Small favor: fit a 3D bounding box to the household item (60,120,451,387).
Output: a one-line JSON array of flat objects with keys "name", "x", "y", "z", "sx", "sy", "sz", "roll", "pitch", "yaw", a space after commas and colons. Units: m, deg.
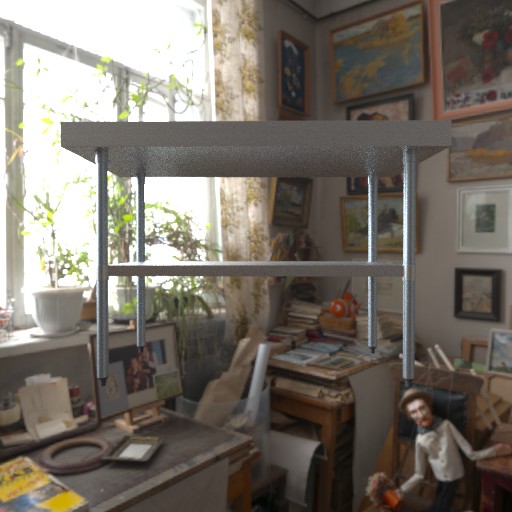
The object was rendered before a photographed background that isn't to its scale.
[{"name": "household item", "x": 0.000, "y": 0.000, "z": 1.692, "sx": 1.219, "sy": 0.851, "sz": 0.610, "roll": 0, "pitch": 1, "yaw": 1}]
